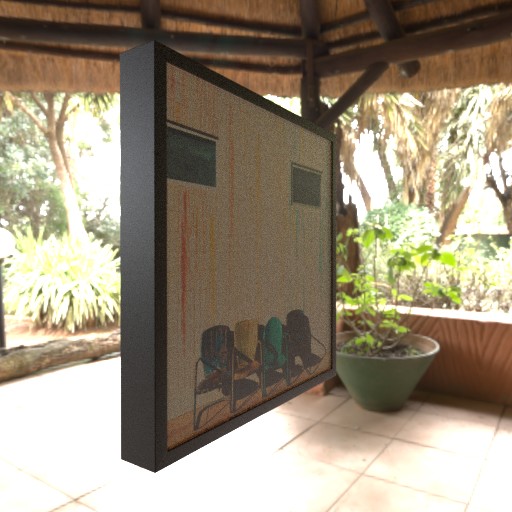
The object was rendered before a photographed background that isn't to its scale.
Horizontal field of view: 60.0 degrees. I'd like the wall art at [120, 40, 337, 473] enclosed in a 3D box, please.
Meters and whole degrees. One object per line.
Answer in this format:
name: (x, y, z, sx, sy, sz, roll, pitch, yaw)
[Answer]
wall art: (0.000, 0.000, 0.445, 0.038, 0.304, 0.304, 0, 1, 35)
